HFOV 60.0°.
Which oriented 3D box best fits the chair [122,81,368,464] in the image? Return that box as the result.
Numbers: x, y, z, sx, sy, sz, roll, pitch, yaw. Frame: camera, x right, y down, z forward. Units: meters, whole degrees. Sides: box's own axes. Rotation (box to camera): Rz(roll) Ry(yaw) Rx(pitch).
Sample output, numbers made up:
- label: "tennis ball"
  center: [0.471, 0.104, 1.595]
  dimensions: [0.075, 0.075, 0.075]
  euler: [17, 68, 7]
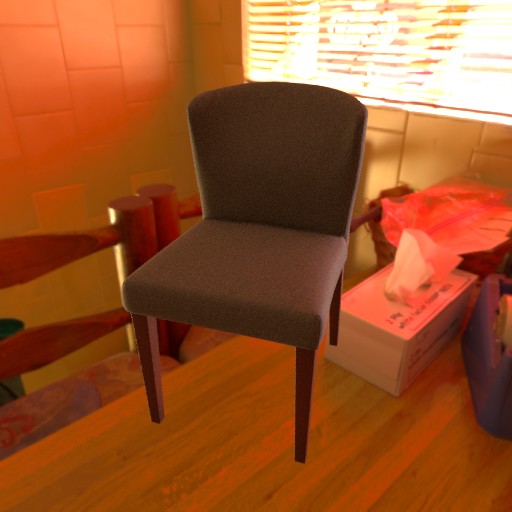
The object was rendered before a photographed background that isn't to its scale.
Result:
- label: "chair"
  center: [0.000, 0.000, 1.208]
  dimensions: [0.491, 0.839, 0.592]
  euler: [8, 28, 16]
